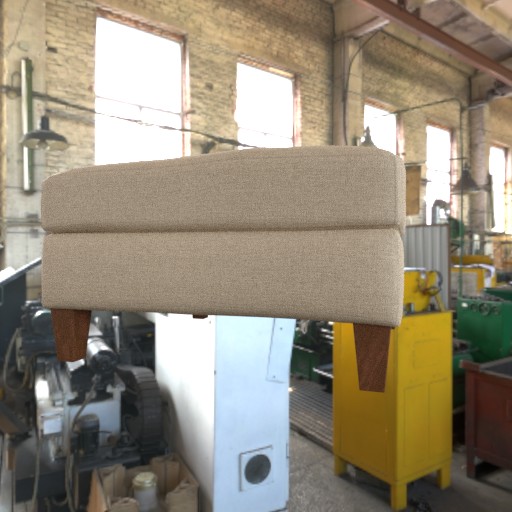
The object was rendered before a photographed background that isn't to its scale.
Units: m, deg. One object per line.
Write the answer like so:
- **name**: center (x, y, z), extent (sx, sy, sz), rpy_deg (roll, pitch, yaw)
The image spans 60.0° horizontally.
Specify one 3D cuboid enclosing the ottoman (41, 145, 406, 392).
- **ottoman**: center (0.000, 0.000, 1.309), extent (0.838, 0.503, 0.838), rpy_deg (0, 1, 19)
